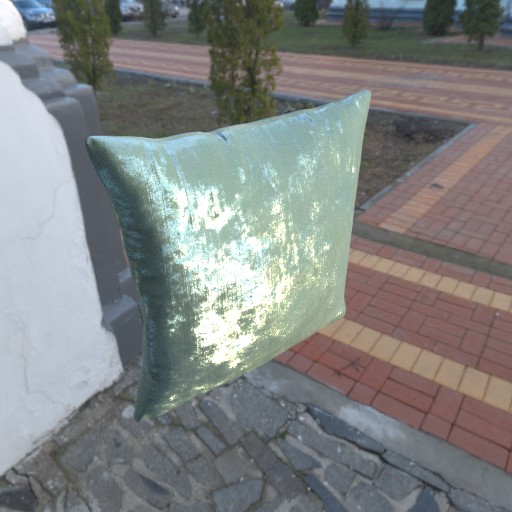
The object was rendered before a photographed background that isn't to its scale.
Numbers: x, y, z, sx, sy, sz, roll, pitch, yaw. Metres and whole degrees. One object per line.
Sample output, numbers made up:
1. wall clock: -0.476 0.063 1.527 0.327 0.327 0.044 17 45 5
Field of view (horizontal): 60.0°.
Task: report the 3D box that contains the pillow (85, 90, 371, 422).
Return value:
1. pillow: 0.000 0.000 0.707 0.470 0.464 0.175 -22 37 -32
